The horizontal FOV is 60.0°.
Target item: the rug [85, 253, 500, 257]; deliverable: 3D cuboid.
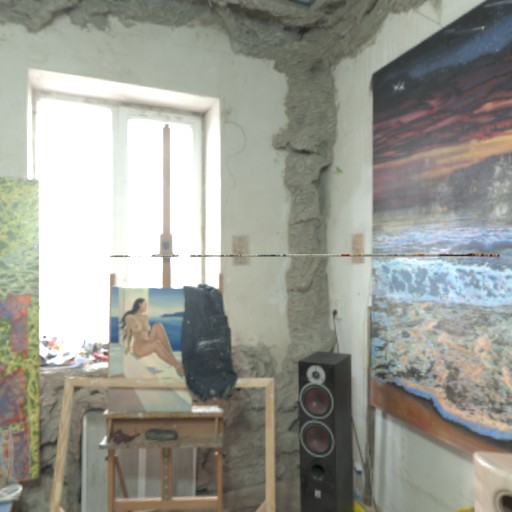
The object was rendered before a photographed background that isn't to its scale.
[{"bbox_3d":[0.000,0.000,2.860,2.682,0.015,0.763,0,0,37],"label":"rug"}]
